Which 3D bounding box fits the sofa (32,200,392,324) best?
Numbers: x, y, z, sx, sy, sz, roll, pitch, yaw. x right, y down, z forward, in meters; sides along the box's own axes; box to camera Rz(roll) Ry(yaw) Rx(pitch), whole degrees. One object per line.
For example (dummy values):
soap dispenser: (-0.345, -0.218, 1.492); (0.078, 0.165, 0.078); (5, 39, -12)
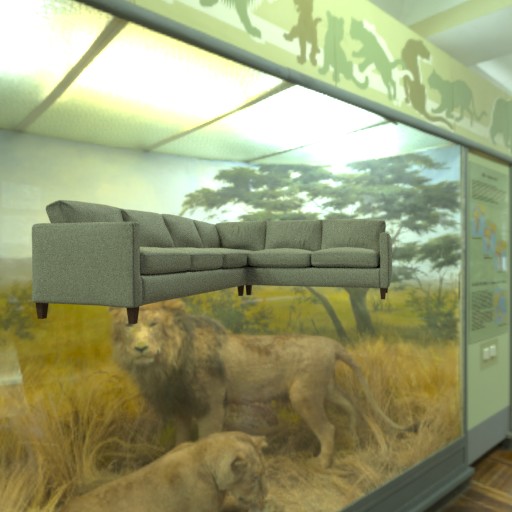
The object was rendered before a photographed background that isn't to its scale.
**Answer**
sofa: (0.000, 0.000, 4.495); (2.593, 0.947, 3.302); (0, 0, 18)
